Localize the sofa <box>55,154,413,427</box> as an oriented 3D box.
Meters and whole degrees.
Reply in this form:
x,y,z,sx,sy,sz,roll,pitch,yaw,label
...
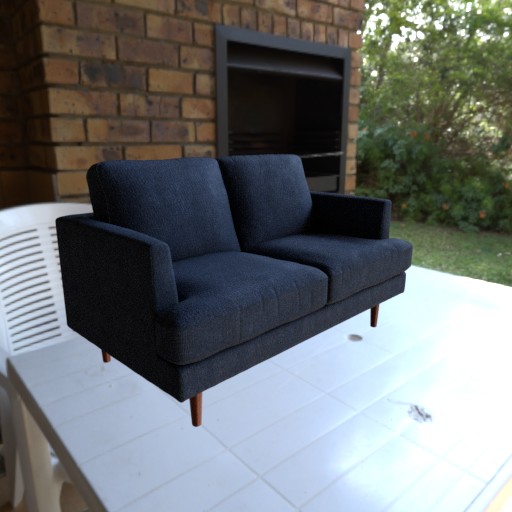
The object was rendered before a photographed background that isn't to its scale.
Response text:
x,y,z,sx,sy,sz,roll,pitch,yaw,label
0.000,0.000,2.171,0.903,0.944,1.582,14,20,43,sofa
